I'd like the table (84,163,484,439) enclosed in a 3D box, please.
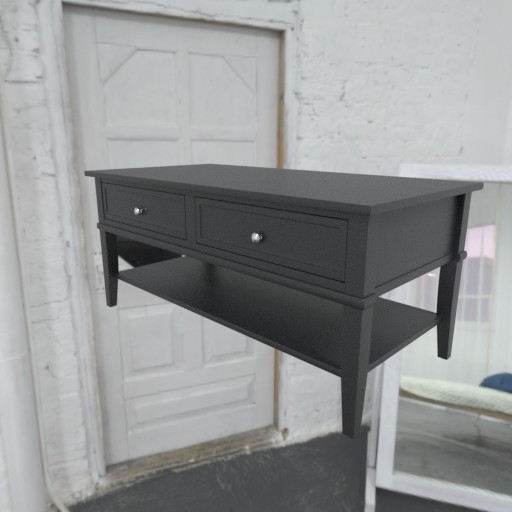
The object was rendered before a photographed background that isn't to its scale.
[{"bbox_3d":[0.000,0.000,1.315,1.044,0.470,0.523,15,21,43],"label":"table"}]
